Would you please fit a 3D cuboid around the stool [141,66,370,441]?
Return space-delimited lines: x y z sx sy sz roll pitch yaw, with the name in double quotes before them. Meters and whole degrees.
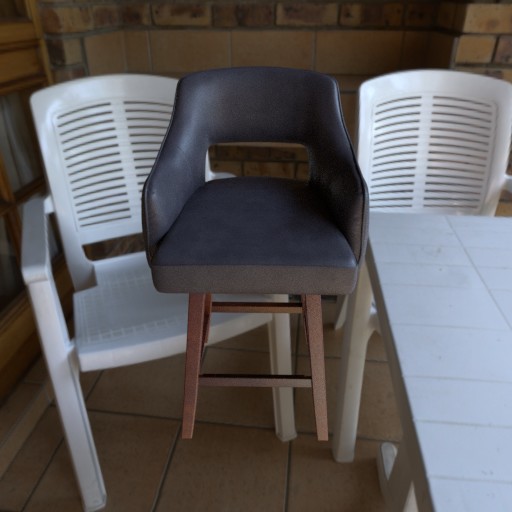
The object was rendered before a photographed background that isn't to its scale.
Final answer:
"stool" 0.000 0.000 1.265 0.550 0.936 0.560 1 30 1
